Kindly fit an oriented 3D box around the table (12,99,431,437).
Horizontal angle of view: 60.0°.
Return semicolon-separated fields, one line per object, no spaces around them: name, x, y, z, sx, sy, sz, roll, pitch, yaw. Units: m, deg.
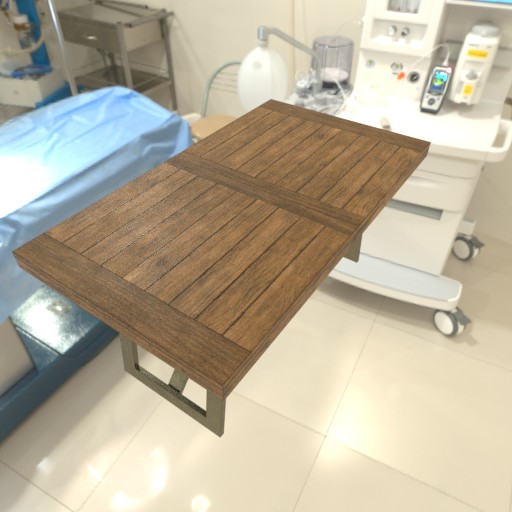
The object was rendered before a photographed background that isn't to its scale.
table;0.000;0.000;2.099;0.931;0.757;1.641;25;47;25
